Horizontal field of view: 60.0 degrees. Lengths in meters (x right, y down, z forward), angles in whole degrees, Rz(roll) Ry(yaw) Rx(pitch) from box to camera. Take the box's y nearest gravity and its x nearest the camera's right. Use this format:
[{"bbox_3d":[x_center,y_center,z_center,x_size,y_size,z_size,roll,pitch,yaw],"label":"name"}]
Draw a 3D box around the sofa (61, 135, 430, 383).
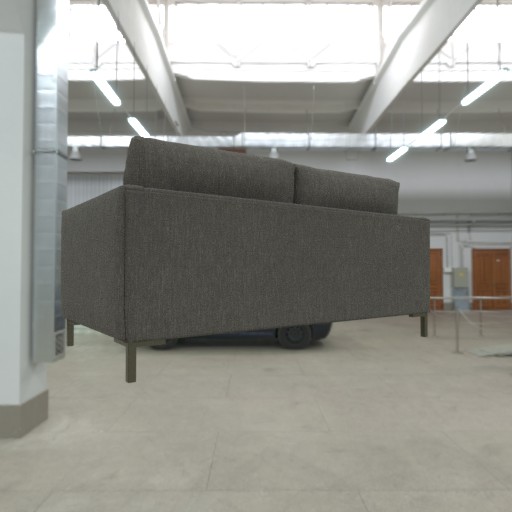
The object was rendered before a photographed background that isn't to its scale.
[{"bbox_3d":[0.000,0.000,2.209,1.682,0.840,0.875,1,-2,-36],"label":"sofa"}]
